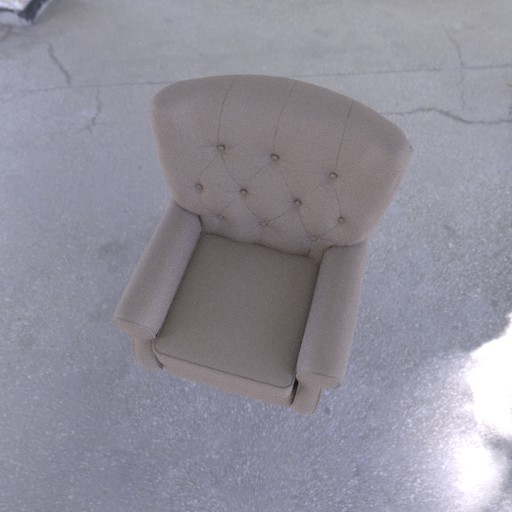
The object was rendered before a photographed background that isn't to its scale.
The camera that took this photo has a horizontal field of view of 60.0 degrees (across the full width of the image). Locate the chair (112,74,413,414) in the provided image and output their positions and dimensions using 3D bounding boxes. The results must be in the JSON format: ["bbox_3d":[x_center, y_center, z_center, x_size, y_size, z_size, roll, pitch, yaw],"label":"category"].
[{"bbox_3d":[0.000,0.000,1.918,0.999,1.138,1.041,14,60,8],"label":"chair"}]
